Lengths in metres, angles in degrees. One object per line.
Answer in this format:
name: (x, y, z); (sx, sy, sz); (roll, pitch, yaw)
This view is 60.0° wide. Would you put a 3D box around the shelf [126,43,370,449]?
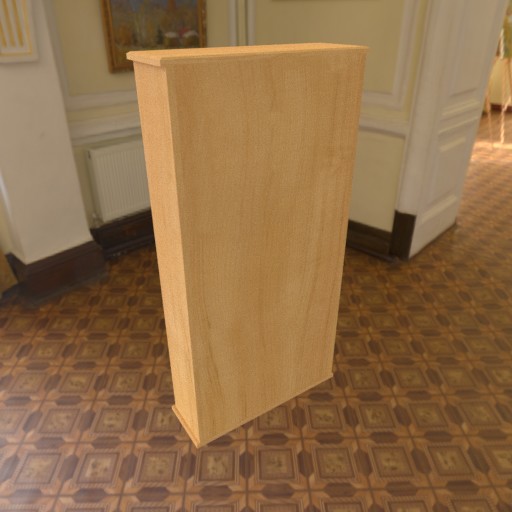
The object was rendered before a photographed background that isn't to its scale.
shelf: (0.000, 0.000, 1.213); (0.520, 1.030, 0.175); (-18, 34, -29)
